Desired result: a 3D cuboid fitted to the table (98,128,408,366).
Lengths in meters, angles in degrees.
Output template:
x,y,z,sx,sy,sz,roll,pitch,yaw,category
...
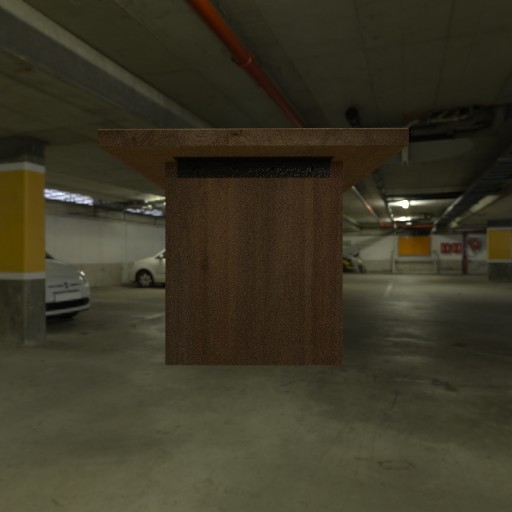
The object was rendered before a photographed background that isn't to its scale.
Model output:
x,y,z,sx,sy,sz,roll,pitch,yaw,category
0.000,0.000,2.154,0.946,0.780,1.609,0,0,1,table
